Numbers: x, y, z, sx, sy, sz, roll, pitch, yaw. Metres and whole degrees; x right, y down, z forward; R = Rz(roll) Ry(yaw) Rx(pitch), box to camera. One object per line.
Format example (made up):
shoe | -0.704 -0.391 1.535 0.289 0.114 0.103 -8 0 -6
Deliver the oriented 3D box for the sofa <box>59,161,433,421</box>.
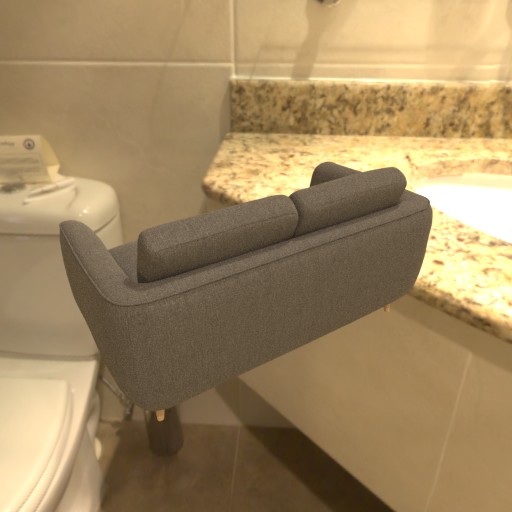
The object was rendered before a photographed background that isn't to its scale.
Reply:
sofa | 0.000 0.000 2.232 1.700 0.870 0.920 -18 34 -29
